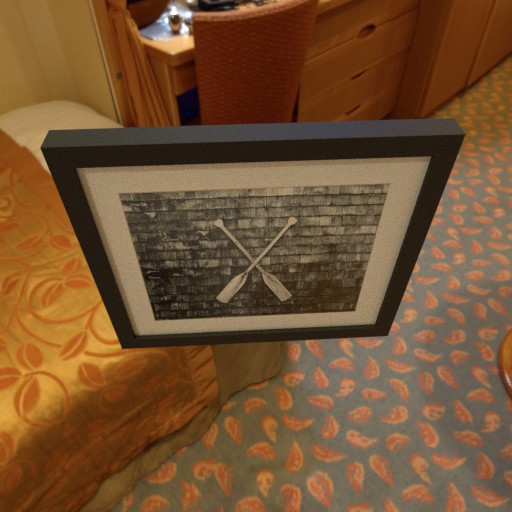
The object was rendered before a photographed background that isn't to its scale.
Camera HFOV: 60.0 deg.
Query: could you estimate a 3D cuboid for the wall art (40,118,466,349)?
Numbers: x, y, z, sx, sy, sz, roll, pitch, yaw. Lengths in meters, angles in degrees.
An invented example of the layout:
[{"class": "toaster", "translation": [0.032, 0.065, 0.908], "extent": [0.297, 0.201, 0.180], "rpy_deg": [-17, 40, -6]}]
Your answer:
[{"class": "wall art", "translation": [0.000, 0.000, 0.526], "extent": [0.381, 0.330, 0.029], "rpy_deg": [-2, 46, -2]}]
